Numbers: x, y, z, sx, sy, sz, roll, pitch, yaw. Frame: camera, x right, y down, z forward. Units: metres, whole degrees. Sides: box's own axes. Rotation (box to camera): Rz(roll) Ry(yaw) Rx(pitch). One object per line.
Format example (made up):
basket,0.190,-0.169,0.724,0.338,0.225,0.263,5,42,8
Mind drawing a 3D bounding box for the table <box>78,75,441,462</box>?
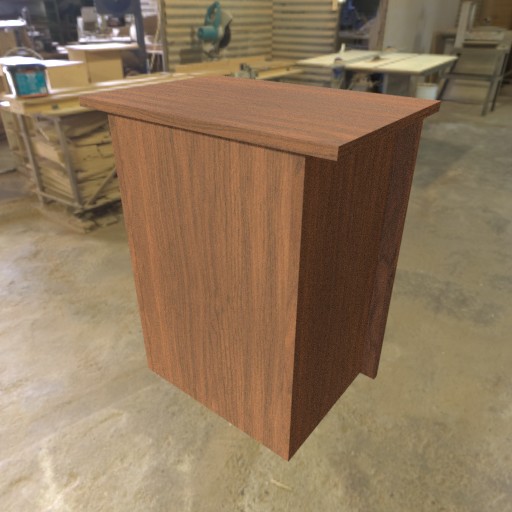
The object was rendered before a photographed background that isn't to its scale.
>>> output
table,0.000,0.000,1.045,0.589,0.711,0.406,21,36,32
